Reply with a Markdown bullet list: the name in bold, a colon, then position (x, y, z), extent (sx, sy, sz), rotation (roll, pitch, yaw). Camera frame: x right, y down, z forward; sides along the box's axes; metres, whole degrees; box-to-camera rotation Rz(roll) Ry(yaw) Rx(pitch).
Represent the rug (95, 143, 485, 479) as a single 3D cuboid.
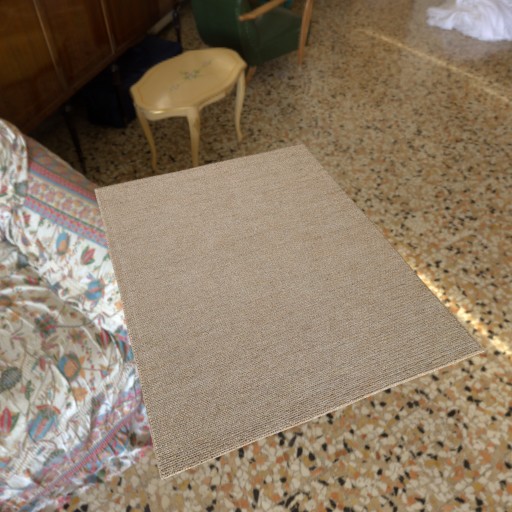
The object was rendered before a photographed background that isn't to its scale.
- **rug**: position (0.000, 0.000, 3.922), extent (2.406, 0.012, 3.034), rotation (-16, 48, -15)
